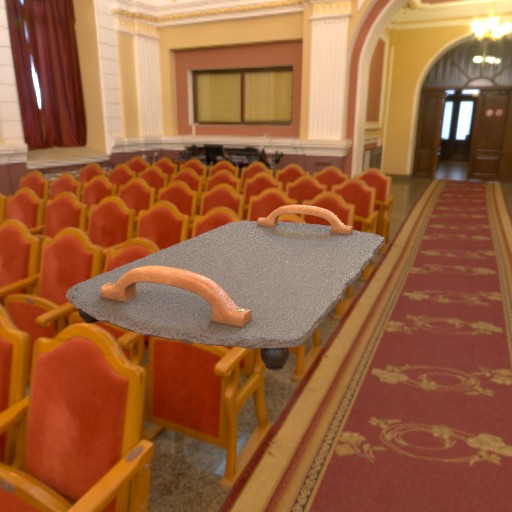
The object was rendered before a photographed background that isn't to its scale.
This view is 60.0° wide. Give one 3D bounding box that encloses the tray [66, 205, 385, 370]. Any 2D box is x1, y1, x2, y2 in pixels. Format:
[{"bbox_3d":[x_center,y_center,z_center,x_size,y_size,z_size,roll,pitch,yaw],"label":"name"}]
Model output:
[{"bbox_3d":[0.000,0.000,0.487,0.231,0.062,0.387,8,18,25],"label":"tray"}]
